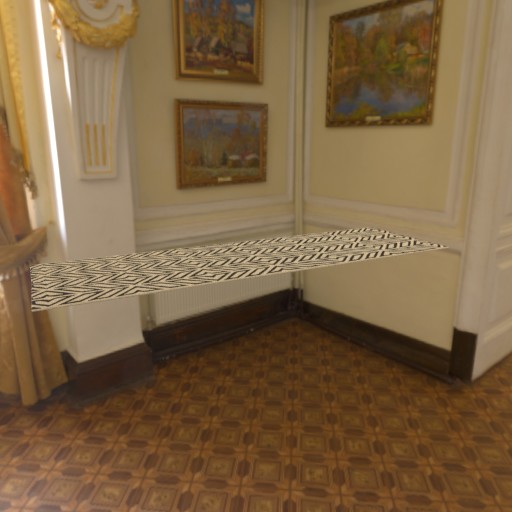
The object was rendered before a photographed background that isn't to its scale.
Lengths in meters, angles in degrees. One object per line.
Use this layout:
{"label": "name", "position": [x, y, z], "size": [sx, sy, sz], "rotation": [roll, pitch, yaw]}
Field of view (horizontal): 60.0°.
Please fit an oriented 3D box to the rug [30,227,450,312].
{"label": "rug", "position": [0.000, 0.000, 2.669], "size": [2.435, 0.009, 0.750], "rotation": [-7, 17, -26]}
